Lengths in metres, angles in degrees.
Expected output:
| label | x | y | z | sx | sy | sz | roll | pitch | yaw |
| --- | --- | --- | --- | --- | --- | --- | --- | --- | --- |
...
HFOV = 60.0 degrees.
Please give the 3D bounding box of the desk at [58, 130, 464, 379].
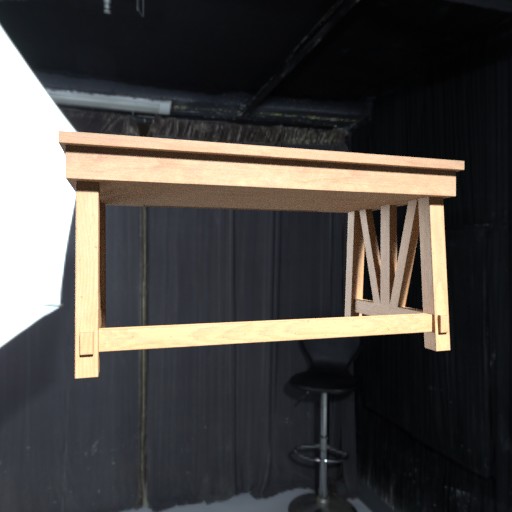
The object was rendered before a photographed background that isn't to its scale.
| label | x | y | z | sx | sy | sz | roll | pitch | yaw |
| --- | --- | --- | --- | --- | --- | --- | --- | --- | --- |
| desk | 0.000 | 0.000 | 1.948 | 1.499 | 0.762 | 0.813 | 0 | 0 | -17 |
